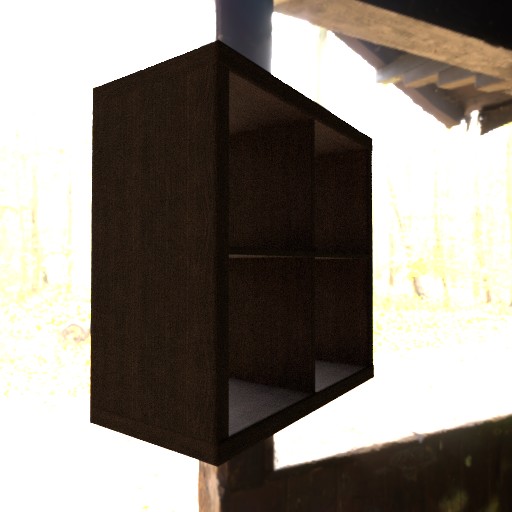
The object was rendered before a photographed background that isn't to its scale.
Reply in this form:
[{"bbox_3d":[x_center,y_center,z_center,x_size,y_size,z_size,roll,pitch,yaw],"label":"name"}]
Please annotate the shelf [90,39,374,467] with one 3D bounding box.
[{"bbox_3d":[0.000,0.000,1.250,0.390,0.786,0.790,-1,-1,35],"label":"shelf"}]
